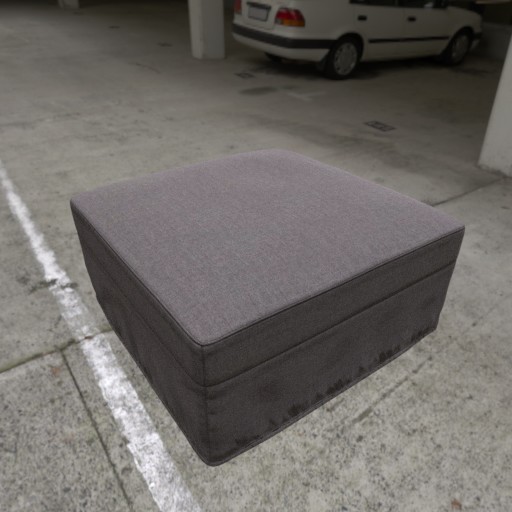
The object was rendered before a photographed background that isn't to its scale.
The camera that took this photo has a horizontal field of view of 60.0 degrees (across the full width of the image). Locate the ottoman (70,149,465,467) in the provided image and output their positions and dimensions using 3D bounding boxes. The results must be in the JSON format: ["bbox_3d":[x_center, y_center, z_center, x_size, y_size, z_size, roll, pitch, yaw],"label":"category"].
[{"bbox_3d":[0.000,0.000,1.350,0.843,0.436,0.840,-20,36,-30],"label":"ottoman"}]
